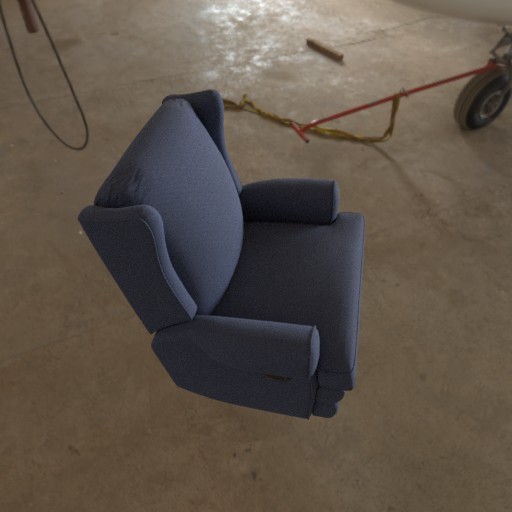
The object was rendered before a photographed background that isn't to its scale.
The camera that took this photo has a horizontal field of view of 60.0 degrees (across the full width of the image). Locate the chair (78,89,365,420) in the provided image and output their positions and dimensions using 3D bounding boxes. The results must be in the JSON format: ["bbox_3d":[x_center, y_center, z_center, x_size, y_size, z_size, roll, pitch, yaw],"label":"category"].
[{"bbox_3d":[0.000,0.000,1.756,0.877,1.020,0.971,9,47,8],"label":"chair"}]
